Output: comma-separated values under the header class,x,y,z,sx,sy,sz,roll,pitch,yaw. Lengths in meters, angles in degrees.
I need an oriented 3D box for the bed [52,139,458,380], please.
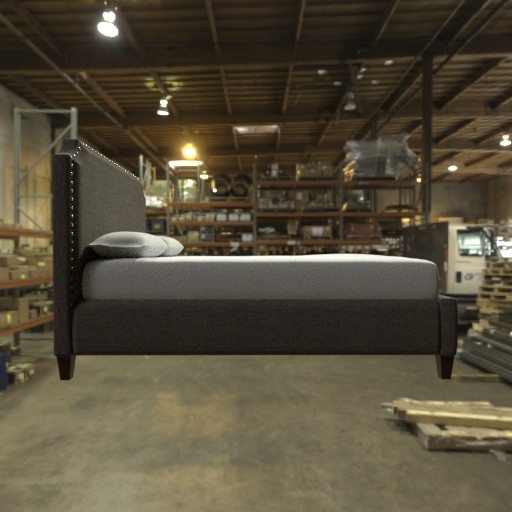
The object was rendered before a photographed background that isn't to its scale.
class,x,y,z,sx,sy,sz,roll,pitch,yaw
bed,0.000,0.000,3.437,2.381,1.457,1.713,0,1,0
